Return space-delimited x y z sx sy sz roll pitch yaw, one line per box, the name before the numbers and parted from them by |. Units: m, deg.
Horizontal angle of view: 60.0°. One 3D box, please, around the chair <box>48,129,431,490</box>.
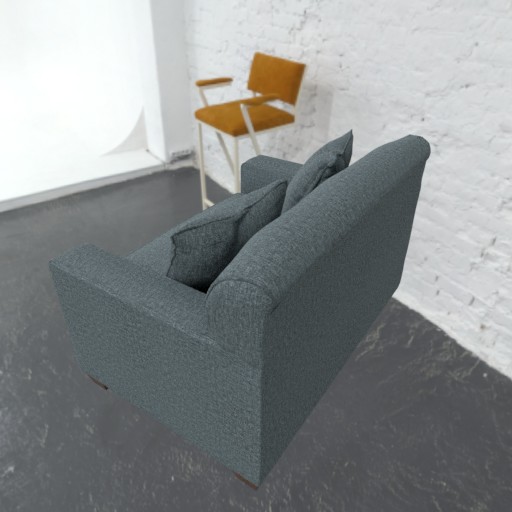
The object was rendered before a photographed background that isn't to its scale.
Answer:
chair | 0.000 0.000 1.957 1.000 0.948 1.383 20 37 28
